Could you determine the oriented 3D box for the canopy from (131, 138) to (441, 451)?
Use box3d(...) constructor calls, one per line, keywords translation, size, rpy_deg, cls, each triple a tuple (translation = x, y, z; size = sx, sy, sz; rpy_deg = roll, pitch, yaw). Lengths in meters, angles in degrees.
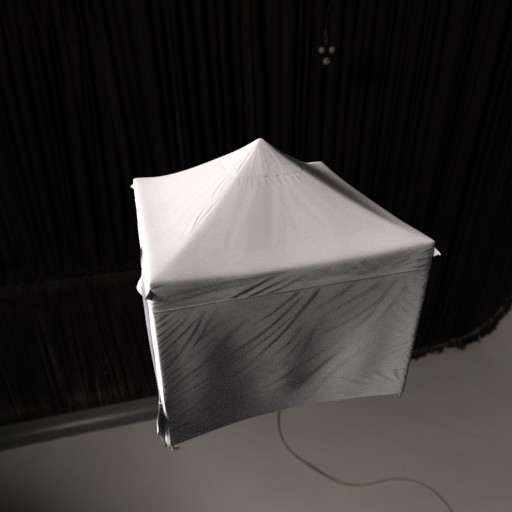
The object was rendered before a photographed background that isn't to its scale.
box3d(translation=(0.000, 0.000, 5.709), size=(3.121, 2.997, 3.043), rpy_deg=(-8, 30, -14), cls="canopy")
